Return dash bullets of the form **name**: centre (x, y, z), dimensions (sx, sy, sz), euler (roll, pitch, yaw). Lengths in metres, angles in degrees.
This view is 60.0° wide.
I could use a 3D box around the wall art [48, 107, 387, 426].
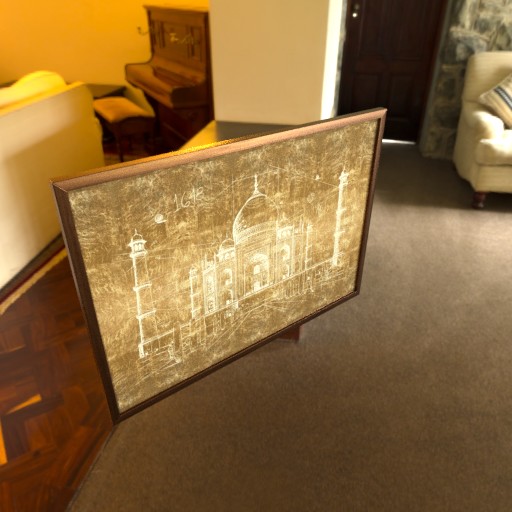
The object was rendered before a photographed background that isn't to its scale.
- **wall art**: centre (0.000, 0.000, 0.559), dimensions (0.431, 0.304, 0.012), euler (-22, 37, -31)
